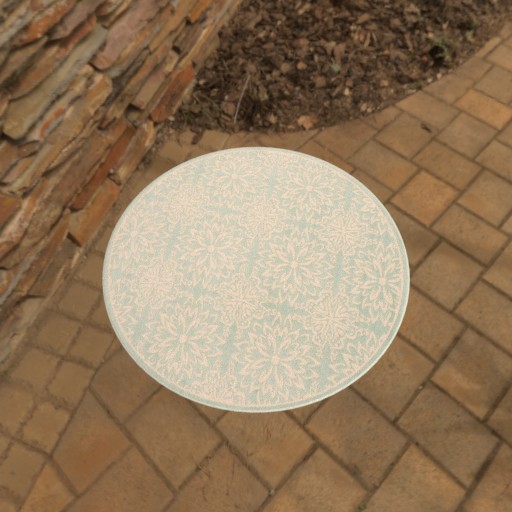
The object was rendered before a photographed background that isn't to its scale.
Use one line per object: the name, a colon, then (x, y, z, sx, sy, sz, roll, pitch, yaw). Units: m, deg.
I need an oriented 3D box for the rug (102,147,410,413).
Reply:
rug: (0.000, 0.000, 2.333, 1.593, 0.012, 1.593, 0, 58, 0)
